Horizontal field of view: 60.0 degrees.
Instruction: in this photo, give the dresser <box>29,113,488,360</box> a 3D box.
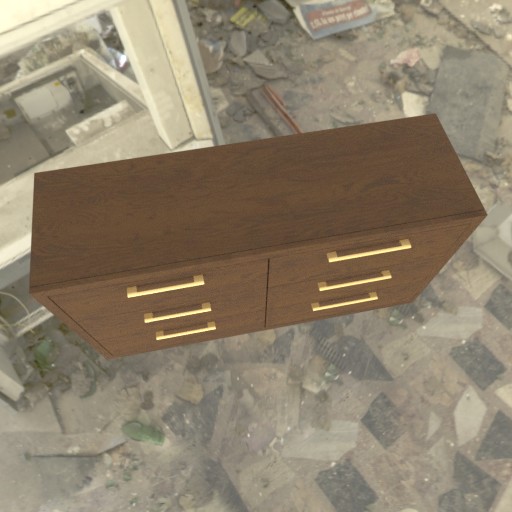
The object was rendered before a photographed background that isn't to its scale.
[{"bbox_3d":[0.000,0.000,1.936,1.523,0.889,0.512,-10,63,-5],"label":"dresser"}]
